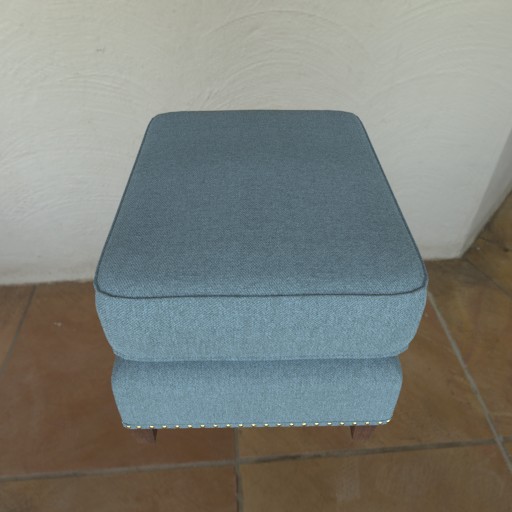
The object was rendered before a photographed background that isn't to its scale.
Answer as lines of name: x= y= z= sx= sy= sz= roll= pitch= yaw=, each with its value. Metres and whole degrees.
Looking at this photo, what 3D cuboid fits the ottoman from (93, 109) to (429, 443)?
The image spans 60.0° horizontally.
ottoman: x=0.000 y=0.000 z=1.104 sx=0.589 sy=0.537 sz=0.738 roll=-1 pitch=42 yaw=-1
